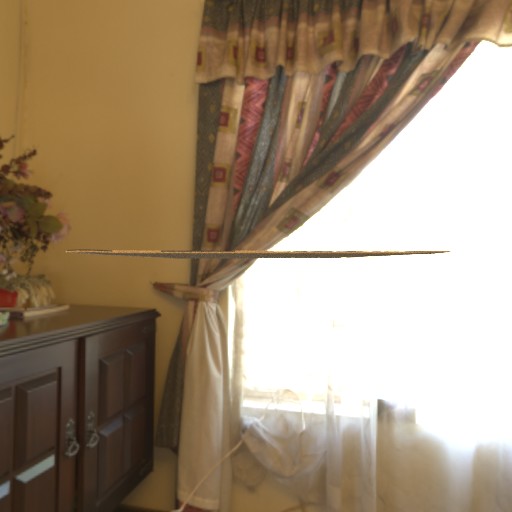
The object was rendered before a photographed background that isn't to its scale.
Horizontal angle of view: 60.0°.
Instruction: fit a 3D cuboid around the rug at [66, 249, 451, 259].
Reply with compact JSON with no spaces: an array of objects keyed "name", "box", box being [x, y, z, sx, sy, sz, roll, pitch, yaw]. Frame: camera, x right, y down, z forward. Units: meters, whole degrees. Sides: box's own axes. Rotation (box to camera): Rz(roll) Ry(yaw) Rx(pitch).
[{"name":"rug","box":[0.000,0.000,2.069,1.072,0.013,1.698,0,-1,-1]}]
